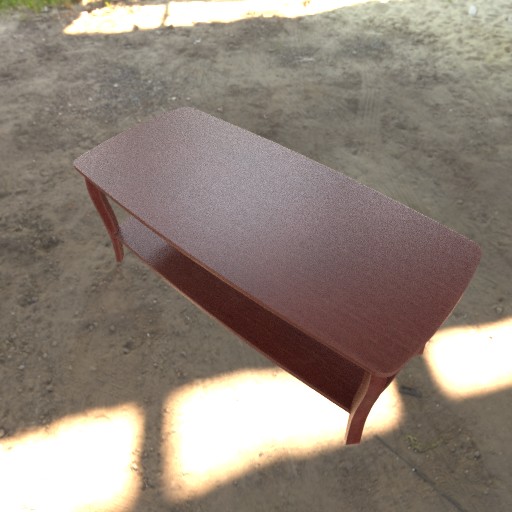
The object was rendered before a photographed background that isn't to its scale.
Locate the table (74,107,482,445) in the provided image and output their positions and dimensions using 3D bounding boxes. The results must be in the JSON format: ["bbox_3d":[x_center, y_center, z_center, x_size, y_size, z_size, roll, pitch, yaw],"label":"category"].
[{"bbox_3d":[0.000,0.000,1.479,1.216,0.473,0.561,32,54,27],"label":"table"}]
